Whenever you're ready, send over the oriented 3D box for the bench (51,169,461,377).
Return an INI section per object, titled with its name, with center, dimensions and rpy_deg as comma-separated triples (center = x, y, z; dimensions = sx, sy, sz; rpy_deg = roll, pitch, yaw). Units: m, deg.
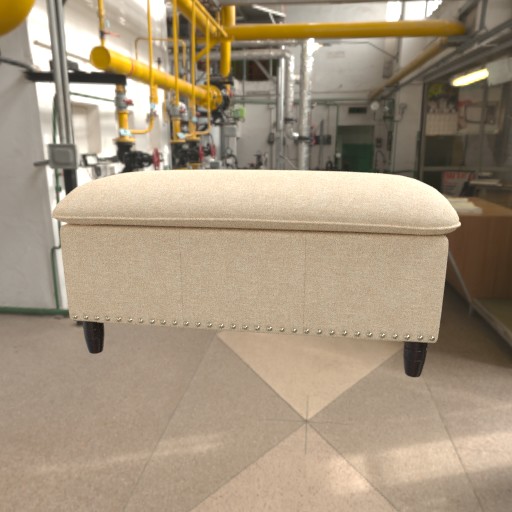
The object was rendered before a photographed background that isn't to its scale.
[bench]
center = 0.000, 0.000, 1.275
dimensions = 0.991, 0.483, 0.483
rpy_deg = 2, 15, 8
